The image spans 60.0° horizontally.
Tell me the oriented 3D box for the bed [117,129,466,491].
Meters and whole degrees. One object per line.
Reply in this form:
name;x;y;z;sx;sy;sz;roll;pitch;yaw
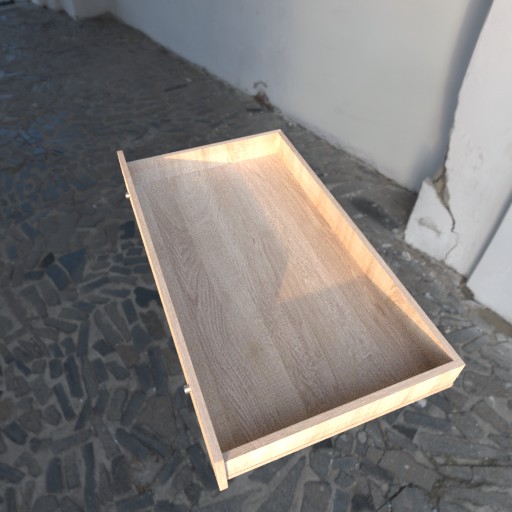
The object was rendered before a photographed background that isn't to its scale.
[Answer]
bed;0.000;0.000;1.454;0.685;0.209;1.200;-16;50;-14
